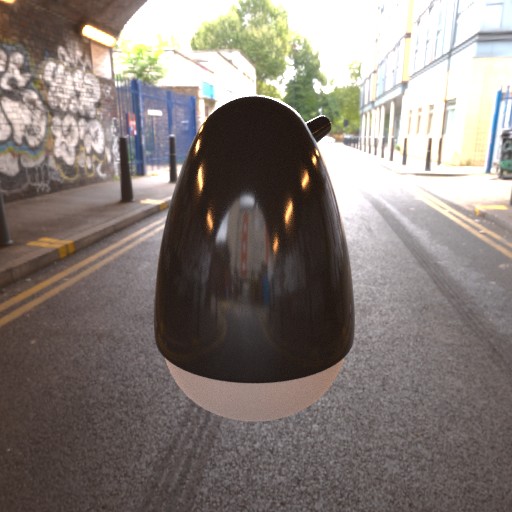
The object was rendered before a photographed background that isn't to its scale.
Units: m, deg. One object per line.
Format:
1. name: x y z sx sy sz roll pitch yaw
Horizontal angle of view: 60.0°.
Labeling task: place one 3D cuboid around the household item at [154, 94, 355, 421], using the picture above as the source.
1. household item: 0.000 0.000 0.222 0.104 0.152 0.102 -14 21 -41
